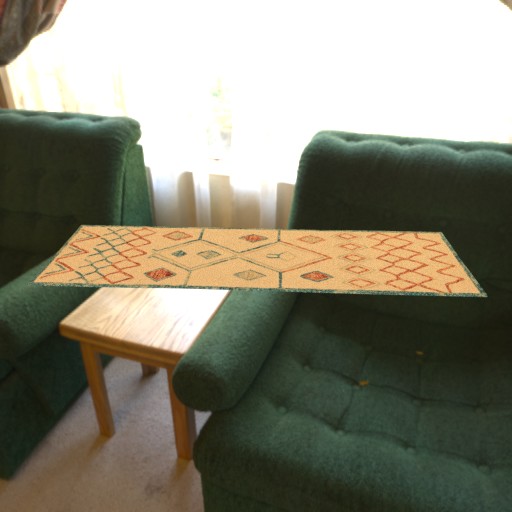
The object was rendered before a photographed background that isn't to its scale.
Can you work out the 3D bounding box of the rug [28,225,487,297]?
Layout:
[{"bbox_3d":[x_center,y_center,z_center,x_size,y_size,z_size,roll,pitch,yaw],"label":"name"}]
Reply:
[{"bbox_3d":[0.000,0.000,2.668,2.435,0.011,0.750,1,29,2],"label":"rug"}]
